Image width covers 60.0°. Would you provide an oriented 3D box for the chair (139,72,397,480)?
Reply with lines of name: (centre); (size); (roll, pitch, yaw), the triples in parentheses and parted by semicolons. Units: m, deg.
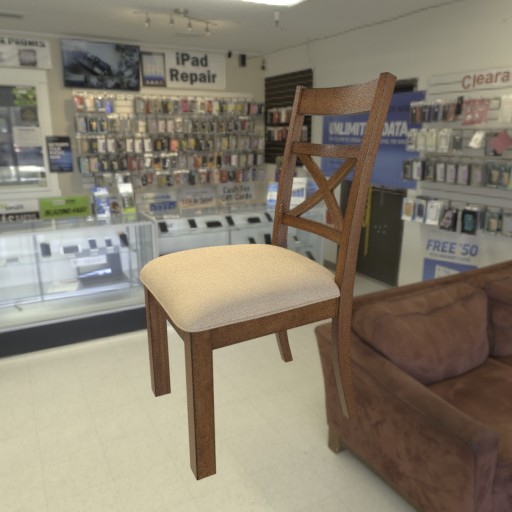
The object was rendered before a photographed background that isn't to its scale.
chair: (0.000, 0.000, 1.249); (0.581, 0.949, 0.461); (-8, 18, -26)
